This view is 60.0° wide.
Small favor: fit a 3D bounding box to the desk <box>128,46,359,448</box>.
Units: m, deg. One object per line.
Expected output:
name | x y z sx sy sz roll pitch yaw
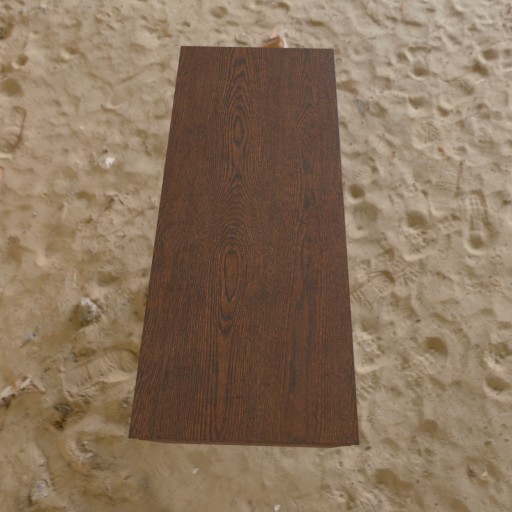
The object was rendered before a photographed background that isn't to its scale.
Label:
desk | 0.000 0.000 1.761 0.610 0.792 1.384 1 66 1
